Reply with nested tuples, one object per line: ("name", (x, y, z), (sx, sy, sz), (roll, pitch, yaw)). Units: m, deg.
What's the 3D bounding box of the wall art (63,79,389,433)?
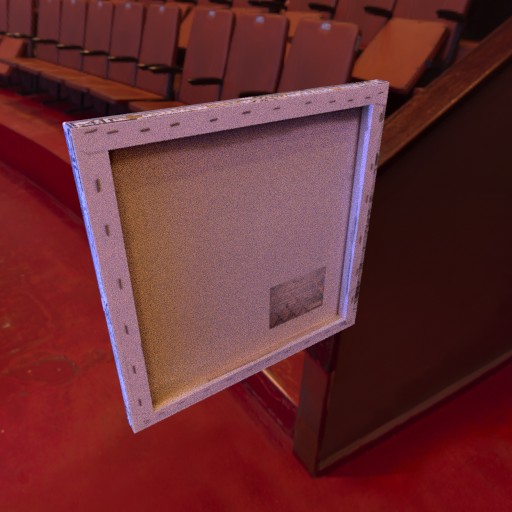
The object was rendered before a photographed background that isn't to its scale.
("wall art", (0.000, 0.000, 0.889), (0.609, 0.607, 0.036), (-19, 36, -29))
